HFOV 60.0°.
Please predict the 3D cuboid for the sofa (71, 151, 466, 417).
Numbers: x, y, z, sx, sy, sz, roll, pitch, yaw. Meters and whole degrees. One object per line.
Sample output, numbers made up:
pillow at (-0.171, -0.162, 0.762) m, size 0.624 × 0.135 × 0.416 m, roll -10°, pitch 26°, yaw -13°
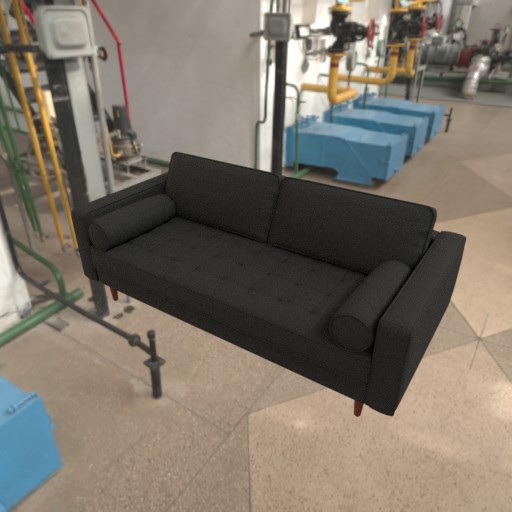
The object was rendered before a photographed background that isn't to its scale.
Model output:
sofa at (0.000, 0.000, 2.367) m, size 1.875 × 0.759 × 0.914 m, roll 18°, pitch 34°, yaw 29°
